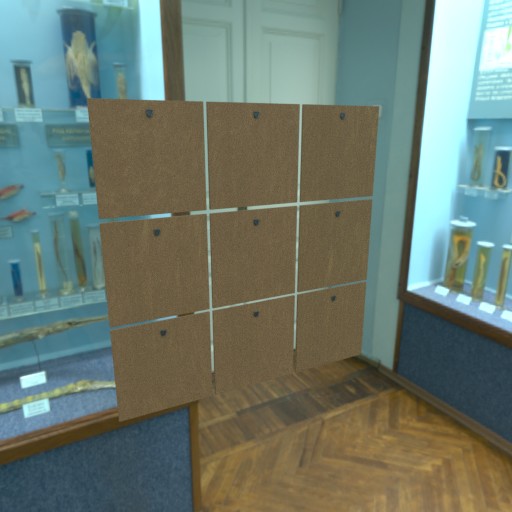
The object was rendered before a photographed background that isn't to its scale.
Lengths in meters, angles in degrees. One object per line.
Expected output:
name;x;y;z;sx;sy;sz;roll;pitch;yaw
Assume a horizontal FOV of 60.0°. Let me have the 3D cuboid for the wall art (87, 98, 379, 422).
wall art;0.000;0.000;2.329;1.526;1.522;0.023;-8;18;-26
